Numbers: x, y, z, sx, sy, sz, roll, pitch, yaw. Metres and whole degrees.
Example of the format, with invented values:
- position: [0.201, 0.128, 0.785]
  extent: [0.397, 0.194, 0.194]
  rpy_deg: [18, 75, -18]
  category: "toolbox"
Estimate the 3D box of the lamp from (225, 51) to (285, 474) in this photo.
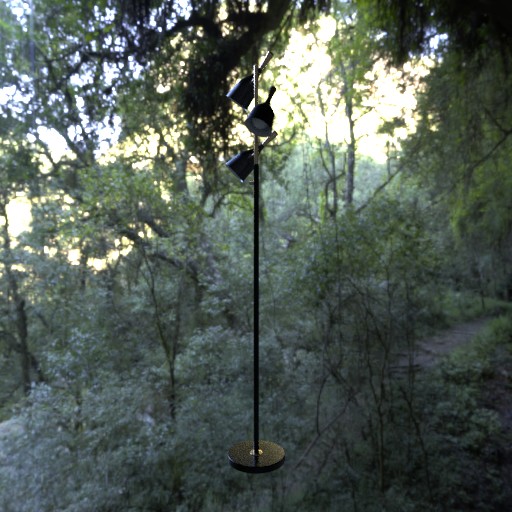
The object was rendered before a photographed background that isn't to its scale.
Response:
- position: [0.000, 0.000, 1.919]
  extent: [0.253, 1.778, 0.434]
  rpy_deg: [0, 2, -17]
  category: "lamp"
